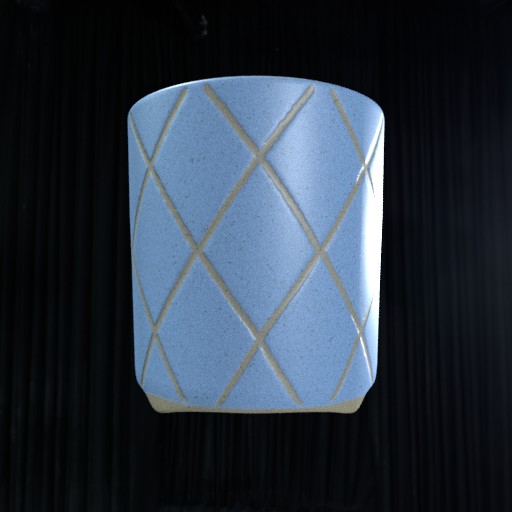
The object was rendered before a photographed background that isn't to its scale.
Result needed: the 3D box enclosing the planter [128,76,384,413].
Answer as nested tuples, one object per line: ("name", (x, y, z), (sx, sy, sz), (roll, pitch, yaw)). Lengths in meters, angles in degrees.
("planter", (0.000, 0.000, 0.341), (0.191, 0.200, 0.191), (0, -1, 0))
